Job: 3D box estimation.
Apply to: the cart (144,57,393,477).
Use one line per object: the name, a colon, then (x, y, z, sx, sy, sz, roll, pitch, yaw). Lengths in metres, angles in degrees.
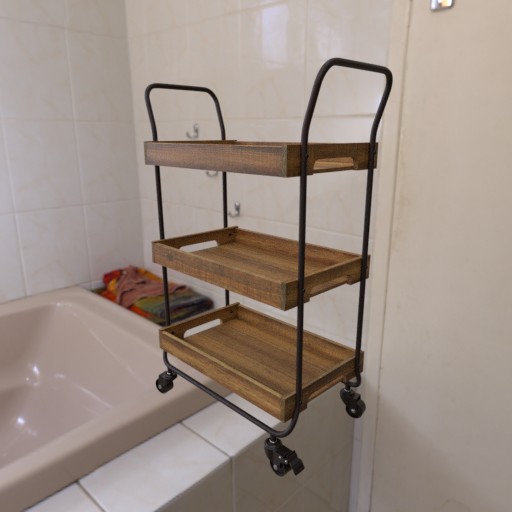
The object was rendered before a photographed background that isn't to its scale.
cart: (0.000, 0.000, 1.132, 0.339, 0.857, 0.583, -15, 21, -42)
